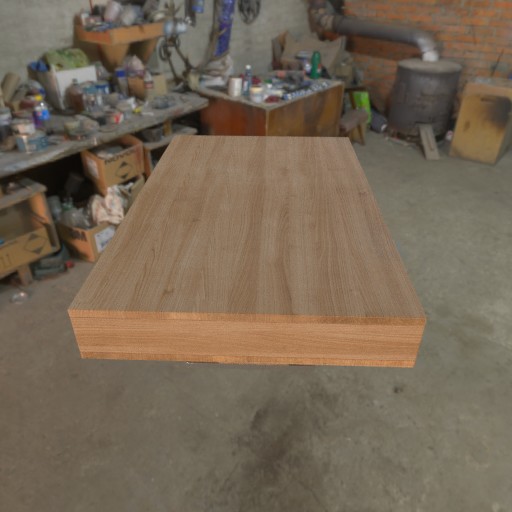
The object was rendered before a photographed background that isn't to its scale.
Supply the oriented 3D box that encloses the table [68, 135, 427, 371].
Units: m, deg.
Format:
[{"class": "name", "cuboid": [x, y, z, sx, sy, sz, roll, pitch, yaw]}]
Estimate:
[{"class": "table", "cuboid": [0.000, 0.000, 1.440, 0.700, 0.440, 1.100, 1, 33, 2]}]
